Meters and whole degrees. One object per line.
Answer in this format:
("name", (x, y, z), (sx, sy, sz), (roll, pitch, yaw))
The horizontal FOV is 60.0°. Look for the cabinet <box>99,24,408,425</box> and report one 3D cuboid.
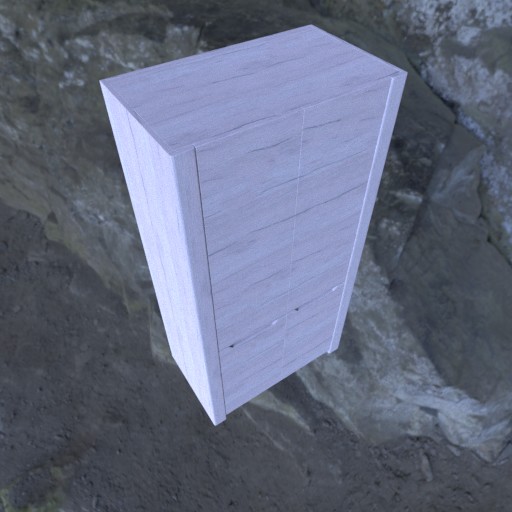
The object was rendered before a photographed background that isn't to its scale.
("cabinet", (0.000, 0.000, 2.332), (0.980, 1.930, 0.580), (-26, 52, -22))
